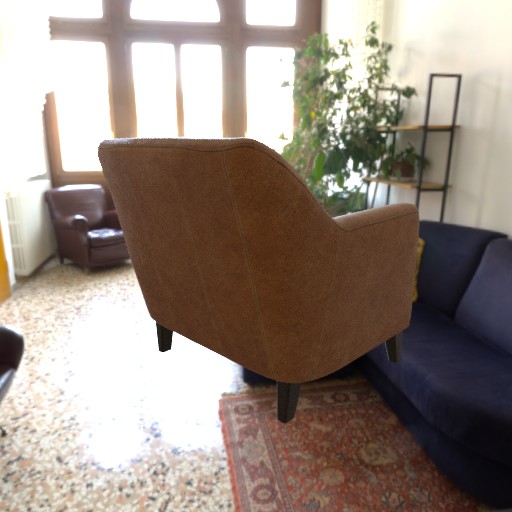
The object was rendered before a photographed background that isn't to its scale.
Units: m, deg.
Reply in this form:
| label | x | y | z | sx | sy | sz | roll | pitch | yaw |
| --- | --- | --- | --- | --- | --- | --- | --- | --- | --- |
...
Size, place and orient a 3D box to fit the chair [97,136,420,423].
| label | x | y | z | sx | sy | sz | roll | pitch | yaw |
| --- | --- | --- | --- | --- | --- | --- | --- | --- | --- |
| chair | 0.000 | 0.000 | 1.897 | 1.037 | 0.980 | 1.034 | 14 | 20 | 43 |
